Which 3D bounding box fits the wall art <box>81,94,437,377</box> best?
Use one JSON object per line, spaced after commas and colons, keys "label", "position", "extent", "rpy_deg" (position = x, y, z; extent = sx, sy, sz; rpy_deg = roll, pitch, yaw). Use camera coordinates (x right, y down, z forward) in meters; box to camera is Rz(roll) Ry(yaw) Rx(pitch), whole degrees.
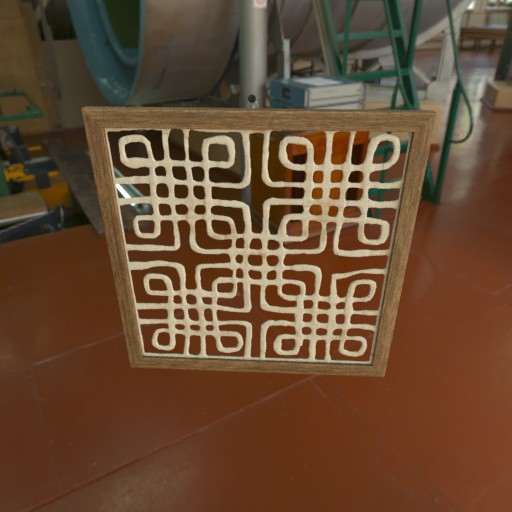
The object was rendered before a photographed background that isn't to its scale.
{"label": "wall art", "position": [0.000, 0.000, 0.840], "extent": [0.561, 0.582, 0.021], "rpy_deg": [2, 30, 3]}
